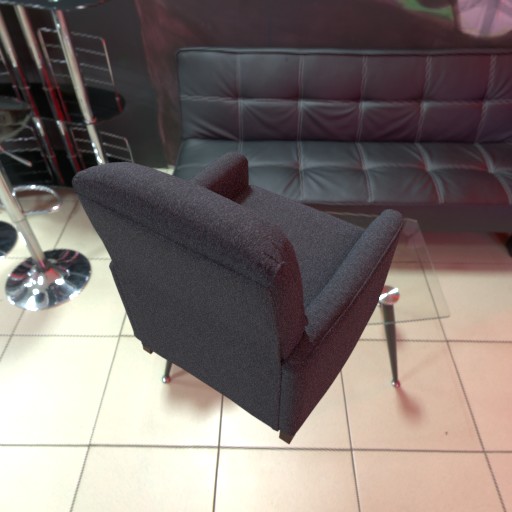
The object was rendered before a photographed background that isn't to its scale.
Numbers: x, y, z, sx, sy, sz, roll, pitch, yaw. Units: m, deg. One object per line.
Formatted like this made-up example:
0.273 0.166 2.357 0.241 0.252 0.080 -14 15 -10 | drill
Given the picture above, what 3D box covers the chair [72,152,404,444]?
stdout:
0.000 0.000 1.627 0.839 1.016 0.850 25 50 23 | chair
